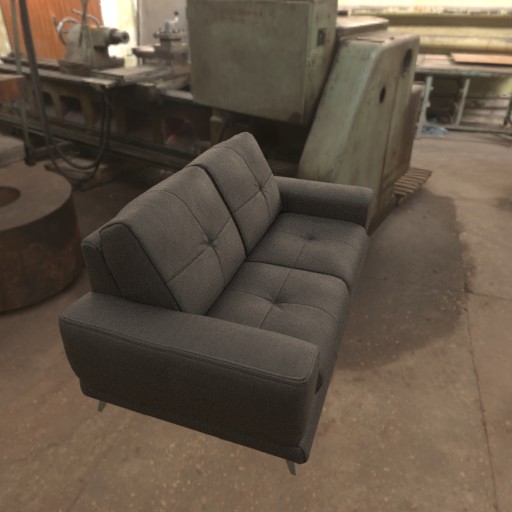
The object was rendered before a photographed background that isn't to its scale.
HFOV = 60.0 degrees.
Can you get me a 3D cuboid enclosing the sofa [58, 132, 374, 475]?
[{"bbox_3d":[0.000,0.000,2.298,1.018,0.907,1.806,10,32,17],"label":"sofa"}]
